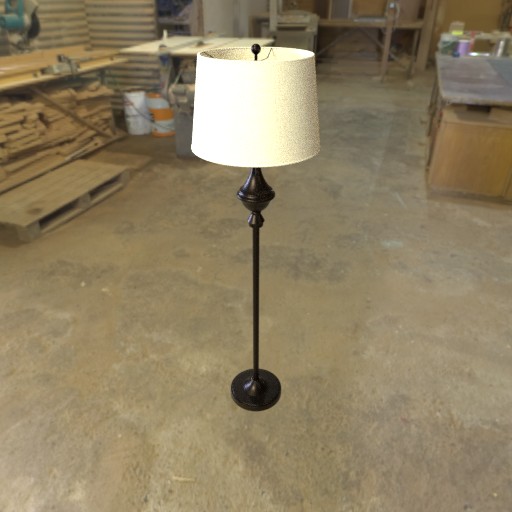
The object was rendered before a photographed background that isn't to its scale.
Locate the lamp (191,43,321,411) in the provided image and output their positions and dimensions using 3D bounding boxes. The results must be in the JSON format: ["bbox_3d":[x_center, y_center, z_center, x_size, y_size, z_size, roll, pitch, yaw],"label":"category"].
[{"bbox_3d":[0.000,0.000,1.710,0.431,1.484,0.431,0,31,0],"label":"lamp"}]
